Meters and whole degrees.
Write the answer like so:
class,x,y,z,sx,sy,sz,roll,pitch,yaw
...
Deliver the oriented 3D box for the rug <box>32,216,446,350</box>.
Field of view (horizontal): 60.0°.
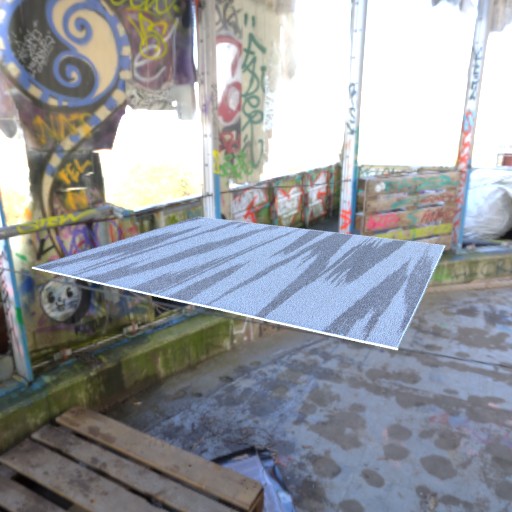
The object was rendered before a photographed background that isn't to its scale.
class,x,y,z,sx,sy,sz,roll,pitch,yaw
rug,0.000,0.000,3.980,2.945,0.014,2.353,9,19,27
